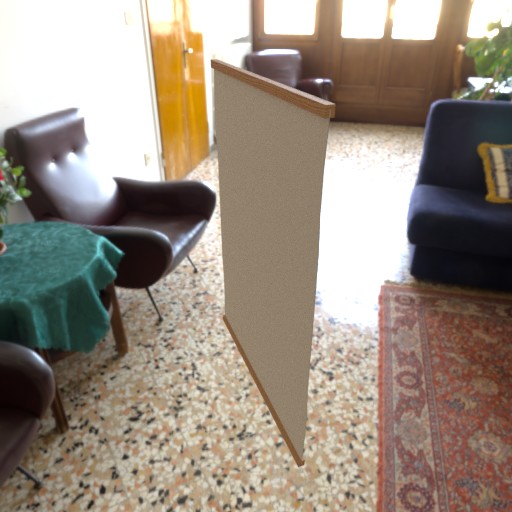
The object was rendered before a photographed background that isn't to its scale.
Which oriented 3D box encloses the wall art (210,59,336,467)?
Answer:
[{"bbox_3d":[0.000,0.000,1.336,0.020,1.016,0.739,-11,32,-18],"label":"wall art"}]
